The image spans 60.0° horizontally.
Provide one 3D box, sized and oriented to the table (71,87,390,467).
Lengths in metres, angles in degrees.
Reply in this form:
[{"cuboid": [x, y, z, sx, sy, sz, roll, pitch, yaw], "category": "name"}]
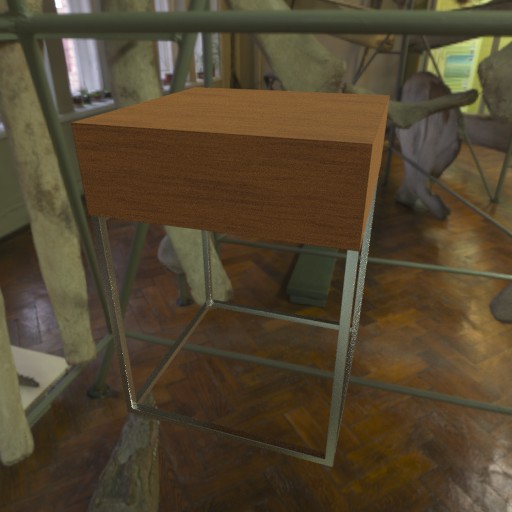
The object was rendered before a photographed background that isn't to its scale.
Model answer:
[{"cuboid": [0.000, 0.000, 0.837, 0.397, 0.540, 0.398, 8, 29, 16], "category": "table"}]
